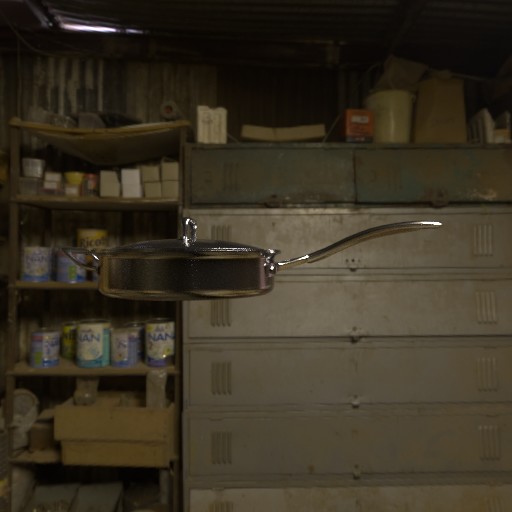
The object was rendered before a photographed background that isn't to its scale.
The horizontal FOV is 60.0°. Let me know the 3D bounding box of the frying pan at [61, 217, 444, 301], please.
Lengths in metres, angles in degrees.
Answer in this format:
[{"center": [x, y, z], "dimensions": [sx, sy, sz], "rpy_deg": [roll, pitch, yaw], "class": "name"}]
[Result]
[{"center": [0.000, 0.000, 0.669], "dimensions": [0.561, 0.114, 0.280], "rpy_deg": [0, 0, 0], "class": "frying pan"}]
